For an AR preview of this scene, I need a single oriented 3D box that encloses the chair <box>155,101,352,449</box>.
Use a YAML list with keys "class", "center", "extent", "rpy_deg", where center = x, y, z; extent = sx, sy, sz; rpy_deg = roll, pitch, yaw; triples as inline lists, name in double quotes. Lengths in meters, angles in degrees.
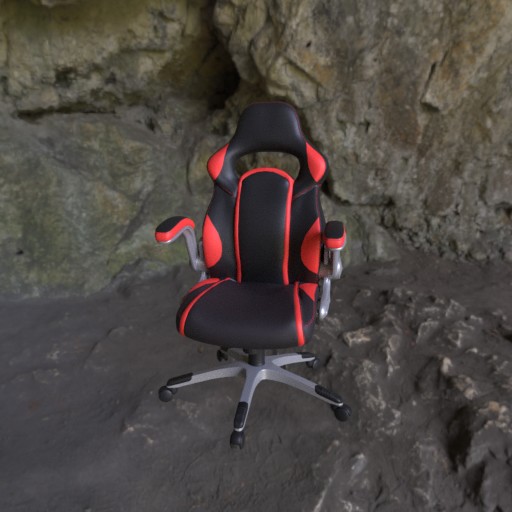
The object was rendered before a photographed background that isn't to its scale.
- class: "chair"
  center: [0.000, 0.000, 1.664]
  extent: [0.758, 1.165, 0.712]
  rpy_deg: [3, 14, 11]
